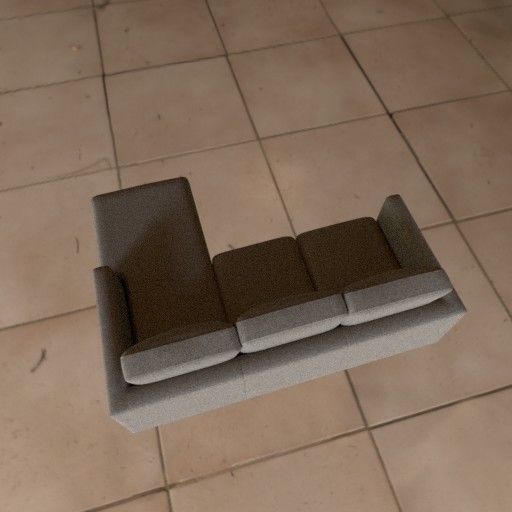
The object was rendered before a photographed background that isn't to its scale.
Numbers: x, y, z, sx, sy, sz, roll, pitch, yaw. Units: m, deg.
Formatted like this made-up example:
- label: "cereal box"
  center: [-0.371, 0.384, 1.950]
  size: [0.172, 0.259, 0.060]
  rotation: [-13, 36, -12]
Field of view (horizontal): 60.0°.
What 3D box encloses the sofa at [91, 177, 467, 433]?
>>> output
- label: "sofa"
  center: [0.000, 0.000, 2.988]
  size: [2.055, 0.957, 1.667]
  rotation: [-14, 61, -8]
